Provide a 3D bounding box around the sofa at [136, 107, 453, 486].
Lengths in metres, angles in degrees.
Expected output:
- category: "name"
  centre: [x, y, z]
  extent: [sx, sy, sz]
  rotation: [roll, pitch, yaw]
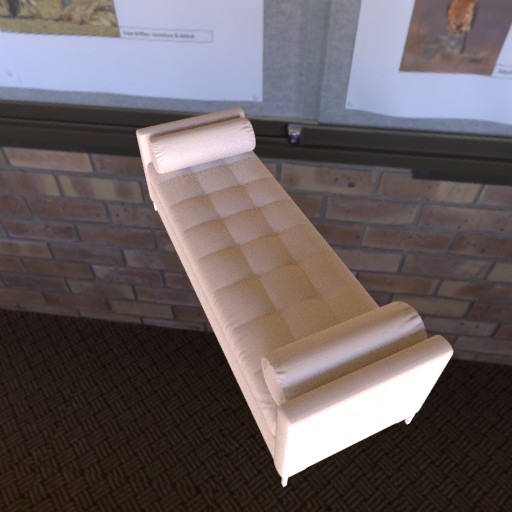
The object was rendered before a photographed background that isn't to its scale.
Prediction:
- category: "sofa"
  centre: [0.000, 0.000, 2.335]
  extent: [0.686, 0.635, 1.981]
  rotation: [-18, 49, -17]
